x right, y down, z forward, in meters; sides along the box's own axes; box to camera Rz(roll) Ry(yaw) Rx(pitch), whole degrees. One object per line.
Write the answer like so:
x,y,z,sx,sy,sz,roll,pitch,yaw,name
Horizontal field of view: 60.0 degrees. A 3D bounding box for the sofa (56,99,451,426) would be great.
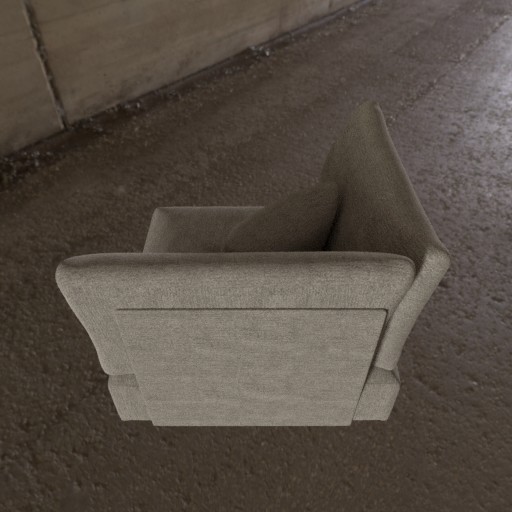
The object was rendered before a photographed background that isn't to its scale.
0.000,0.000,1.682,1.000,0.820,1.000,0,43,0,sofa
